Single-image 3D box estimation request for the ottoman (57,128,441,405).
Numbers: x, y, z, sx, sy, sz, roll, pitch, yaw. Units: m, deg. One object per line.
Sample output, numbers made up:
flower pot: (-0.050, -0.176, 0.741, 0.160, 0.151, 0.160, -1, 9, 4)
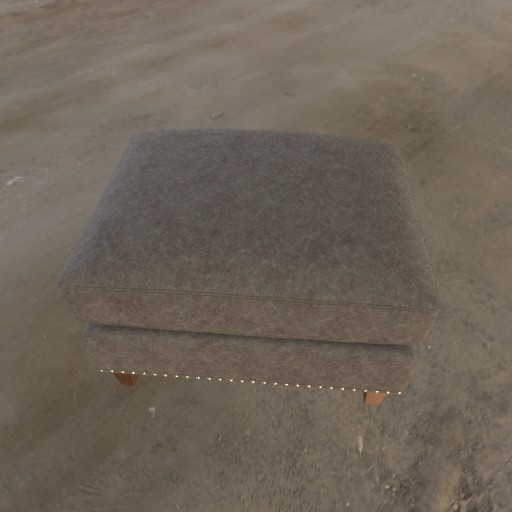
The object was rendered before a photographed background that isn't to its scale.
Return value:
ottoman: (0.000, 0.000, 1.150, 0.741, 0.513, 0.584, 3, 46, 3)
